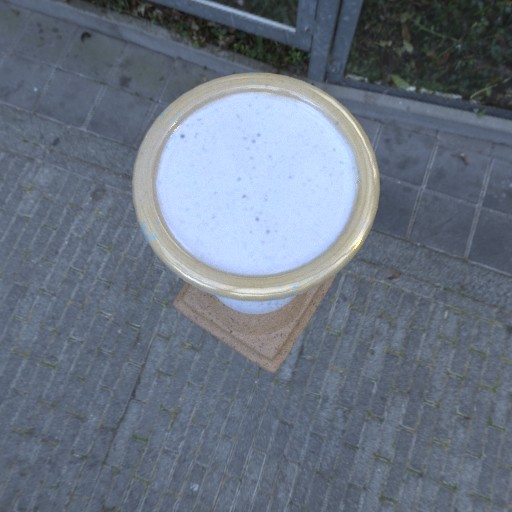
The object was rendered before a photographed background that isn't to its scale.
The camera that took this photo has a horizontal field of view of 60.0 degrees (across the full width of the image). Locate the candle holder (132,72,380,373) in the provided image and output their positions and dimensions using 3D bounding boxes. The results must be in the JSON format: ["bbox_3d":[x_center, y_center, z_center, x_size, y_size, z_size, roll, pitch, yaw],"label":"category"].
[{"bbox_3d":[0.000,0.000,0.294,0.110,0.239,0.110,32,77,9],"label":"candle holder"}]
